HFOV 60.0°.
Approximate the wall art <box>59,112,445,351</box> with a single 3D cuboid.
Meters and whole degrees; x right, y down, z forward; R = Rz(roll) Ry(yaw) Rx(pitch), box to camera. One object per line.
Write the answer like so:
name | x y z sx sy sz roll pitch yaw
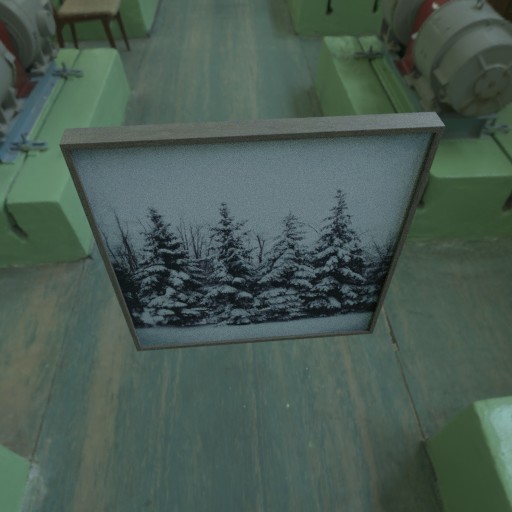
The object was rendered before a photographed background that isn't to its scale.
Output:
wall art | 0.000 0.000 0.779 0.507 0.507 0.037 -4 47 -3
